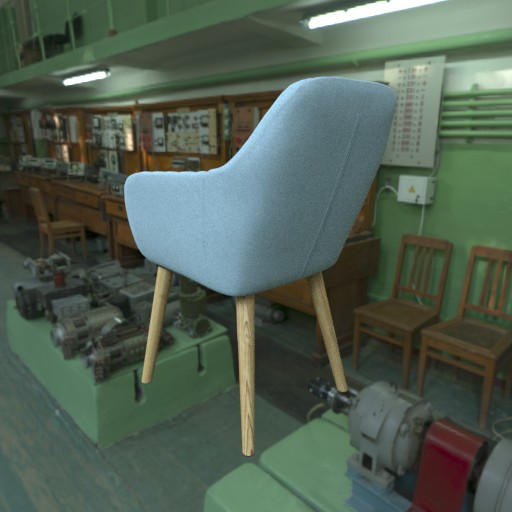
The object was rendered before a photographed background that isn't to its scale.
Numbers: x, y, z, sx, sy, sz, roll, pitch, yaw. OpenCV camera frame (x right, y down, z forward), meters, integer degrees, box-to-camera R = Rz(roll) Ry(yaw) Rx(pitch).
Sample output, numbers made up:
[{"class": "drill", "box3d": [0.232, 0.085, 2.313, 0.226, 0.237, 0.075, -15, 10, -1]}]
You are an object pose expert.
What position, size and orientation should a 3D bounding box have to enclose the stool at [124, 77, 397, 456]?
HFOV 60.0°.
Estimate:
[{"class": "stool", "box3d": [0.000, 0.000, 1.175, 0.503, 0.830, 0.590, -15, 21, -42]}]
